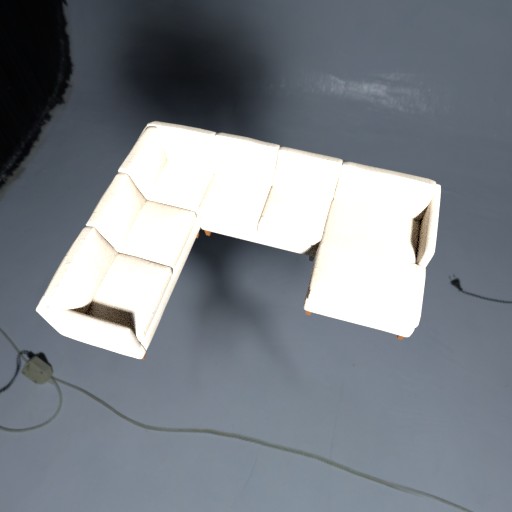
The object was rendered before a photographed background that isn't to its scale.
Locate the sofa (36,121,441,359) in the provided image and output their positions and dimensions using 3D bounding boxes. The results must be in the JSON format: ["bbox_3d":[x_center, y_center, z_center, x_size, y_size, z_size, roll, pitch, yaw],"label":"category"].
[{"bbox_3d":[0.000,0.000,4.610,3.460,0.961,2.594,14,60,8],"label":"sofa"}]
